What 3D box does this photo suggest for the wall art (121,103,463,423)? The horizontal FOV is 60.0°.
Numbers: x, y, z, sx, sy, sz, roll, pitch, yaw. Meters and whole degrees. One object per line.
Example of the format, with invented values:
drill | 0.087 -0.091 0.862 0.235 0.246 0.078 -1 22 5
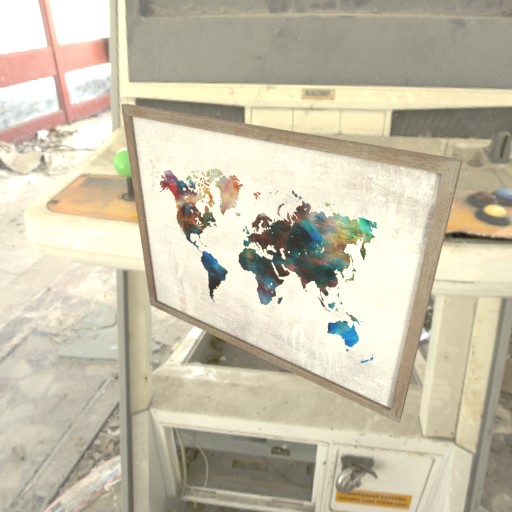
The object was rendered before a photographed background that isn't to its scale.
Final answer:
wall art | 0.000 0.000 1.340 1.012 0.774 0.019 19 35 29
